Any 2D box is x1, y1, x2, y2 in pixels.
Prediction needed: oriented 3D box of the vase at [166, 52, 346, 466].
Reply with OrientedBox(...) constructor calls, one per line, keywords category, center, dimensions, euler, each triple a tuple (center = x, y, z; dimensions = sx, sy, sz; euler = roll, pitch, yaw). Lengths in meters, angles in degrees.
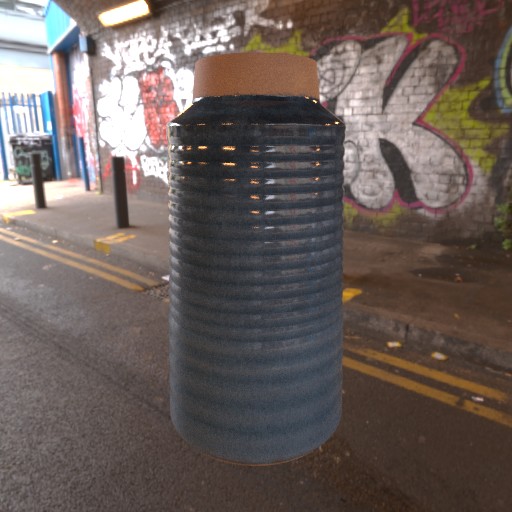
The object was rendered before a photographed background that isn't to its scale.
OrientedBox(category="vase", center=(0.000, 0.000, 0.392), dimensions=(0.163, 0.316, 0.163), euler=(0, 15, 0))
